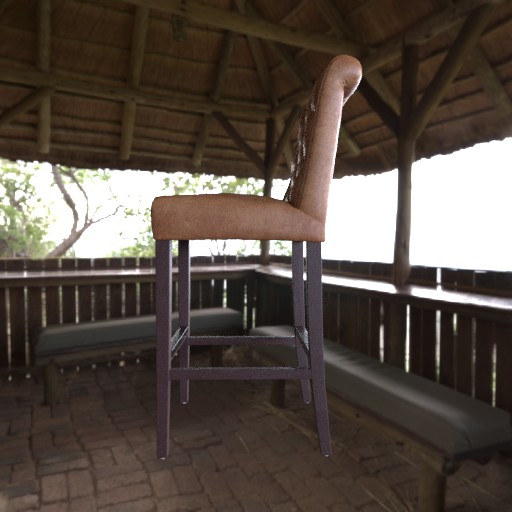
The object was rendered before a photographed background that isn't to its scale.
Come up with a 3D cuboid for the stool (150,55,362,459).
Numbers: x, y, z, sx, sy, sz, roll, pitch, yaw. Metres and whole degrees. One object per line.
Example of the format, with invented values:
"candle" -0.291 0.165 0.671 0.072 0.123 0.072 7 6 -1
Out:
"stool" 0.000 0.000 1.467 0.601 1.140 0.493 0 2 -1
